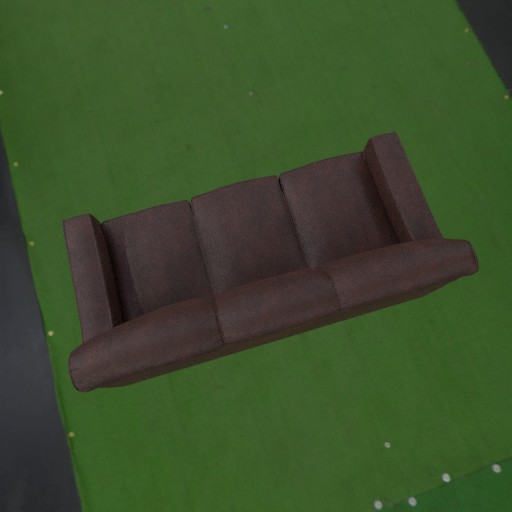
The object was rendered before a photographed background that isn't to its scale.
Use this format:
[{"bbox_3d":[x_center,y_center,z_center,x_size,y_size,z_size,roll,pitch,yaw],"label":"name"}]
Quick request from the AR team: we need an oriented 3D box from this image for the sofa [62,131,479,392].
[{"bbox_3d":[0.000,0.000,2.589,2.039,0.953,1.008,-16,75,-4],"label":"sofa"}]
